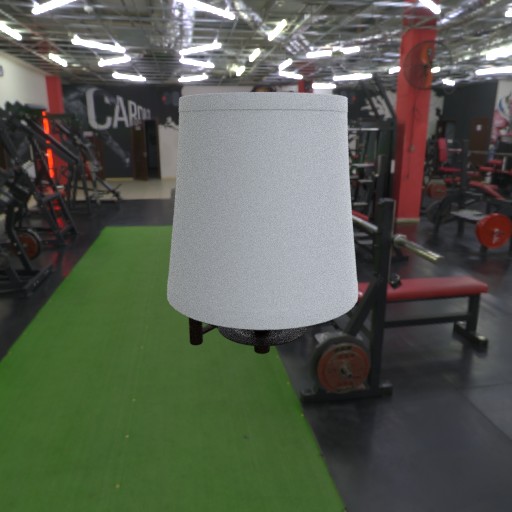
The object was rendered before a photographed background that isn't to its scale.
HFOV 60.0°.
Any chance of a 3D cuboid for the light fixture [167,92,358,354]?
[{"bbox_3d":[0.000,0.000,0.262,0.100,0.172,0.157,-2,16,-7],"label":"light fixture"}]
